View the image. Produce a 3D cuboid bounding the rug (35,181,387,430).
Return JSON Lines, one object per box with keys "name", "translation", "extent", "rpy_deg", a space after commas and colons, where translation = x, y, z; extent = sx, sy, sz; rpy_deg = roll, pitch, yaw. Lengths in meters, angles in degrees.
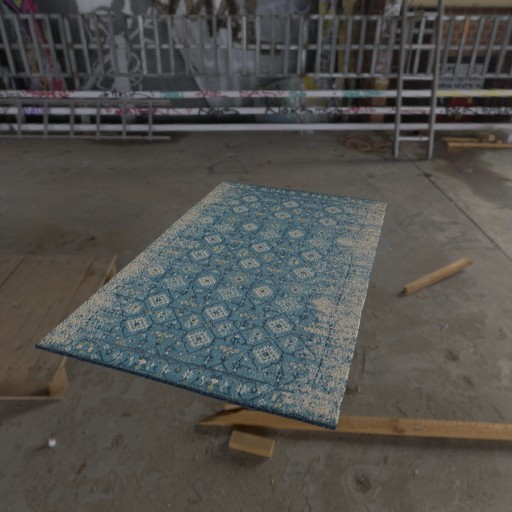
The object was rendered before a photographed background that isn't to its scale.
{"name": "rug", "translation": [0.000, 0.000, 2.999], "extent": [1.530, 0.015, 2.449], "rpy_deg": [10, 32, 16]}
